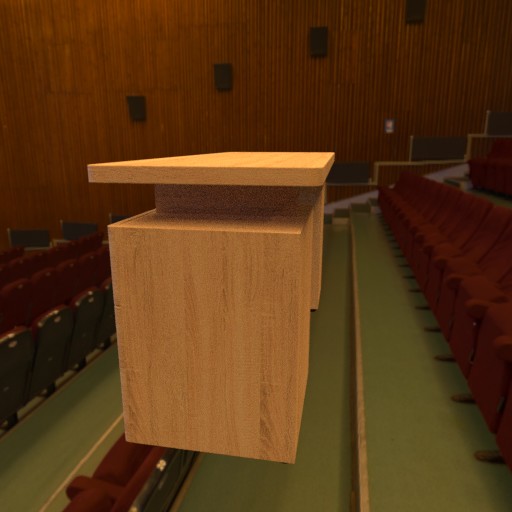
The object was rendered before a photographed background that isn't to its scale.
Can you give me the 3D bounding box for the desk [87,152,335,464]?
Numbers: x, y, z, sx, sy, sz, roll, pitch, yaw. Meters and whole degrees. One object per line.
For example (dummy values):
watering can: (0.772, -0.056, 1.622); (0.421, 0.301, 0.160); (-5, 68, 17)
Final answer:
desk: (0.000, 0.000, 1.734); (0.550, 0.760, 1.400); (3, 15, 10)
